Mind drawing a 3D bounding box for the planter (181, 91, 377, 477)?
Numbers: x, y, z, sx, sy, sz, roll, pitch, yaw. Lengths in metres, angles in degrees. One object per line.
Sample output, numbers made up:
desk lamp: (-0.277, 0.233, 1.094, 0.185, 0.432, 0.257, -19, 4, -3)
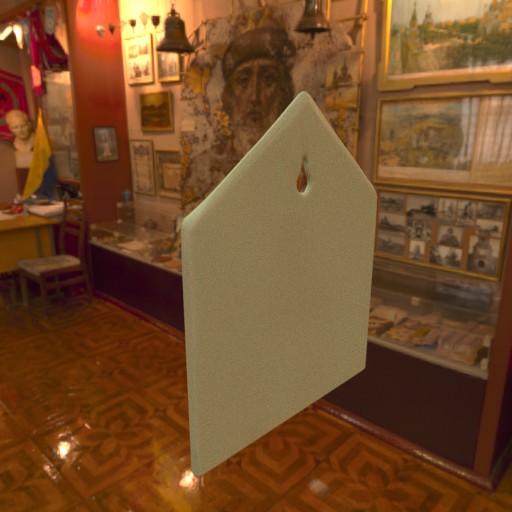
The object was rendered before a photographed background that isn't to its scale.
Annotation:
planter: (0.000, 0.000, 0.289, 0.164, 0.197, 0.079, -15, 21, -42)
